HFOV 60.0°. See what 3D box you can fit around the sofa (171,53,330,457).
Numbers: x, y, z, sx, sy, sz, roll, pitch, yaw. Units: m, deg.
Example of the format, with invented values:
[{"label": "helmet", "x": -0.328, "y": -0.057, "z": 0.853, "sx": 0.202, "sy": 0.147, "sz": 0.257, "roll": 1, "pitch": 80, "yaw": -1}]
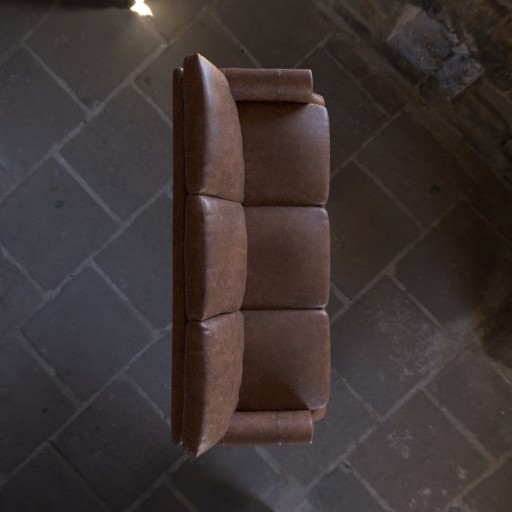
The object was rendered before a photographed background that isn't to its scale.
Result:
[{"label": "sofa", "x": 0.000, "y": 0.000, "z": 2.854, "sx": 0.973, "sy": 0.977, "sz": 2.351, "roll": 0, "pitch": 89, "yaw": 0}]
